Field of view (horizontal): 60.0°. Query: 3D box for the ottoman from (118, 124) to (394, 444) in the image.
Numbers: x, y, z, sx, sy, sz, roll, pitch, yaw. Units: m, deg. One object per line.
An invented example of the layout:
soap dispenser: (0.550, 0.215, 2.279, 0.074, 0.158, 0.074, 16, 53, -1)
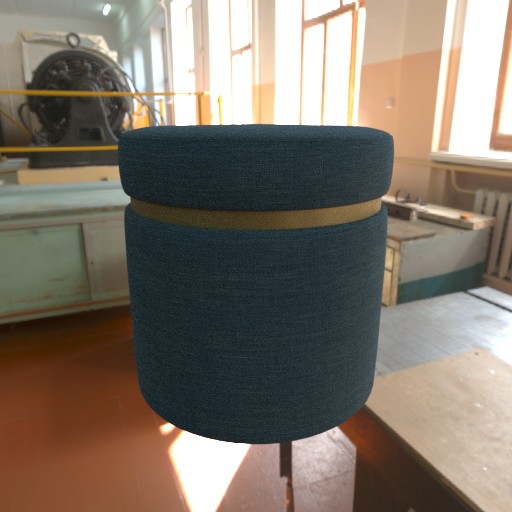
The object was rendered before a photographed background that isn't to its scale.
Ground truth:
ottoman: (0.000, 0.000, 0.710, 0.398, 0.406, 0.398, 0, 17, 0)
